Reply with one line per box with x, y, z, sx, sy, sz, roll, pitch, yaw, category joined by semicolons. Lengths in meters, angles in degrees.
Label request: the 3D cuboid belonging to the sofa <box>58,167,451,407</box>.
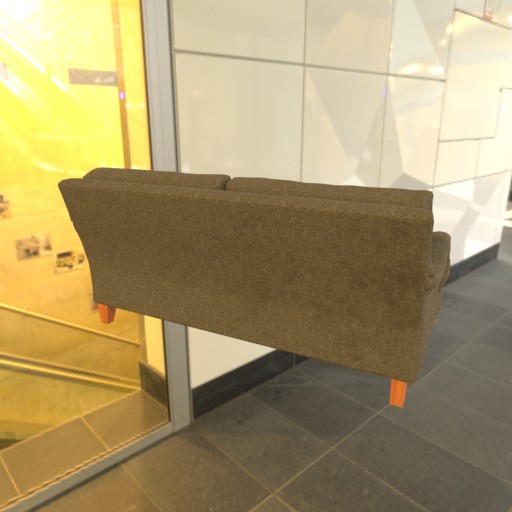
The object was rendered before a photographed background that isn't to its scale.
0.000;0.000;2.736;2.160;1.054;1.087;9;19;26;sofa
